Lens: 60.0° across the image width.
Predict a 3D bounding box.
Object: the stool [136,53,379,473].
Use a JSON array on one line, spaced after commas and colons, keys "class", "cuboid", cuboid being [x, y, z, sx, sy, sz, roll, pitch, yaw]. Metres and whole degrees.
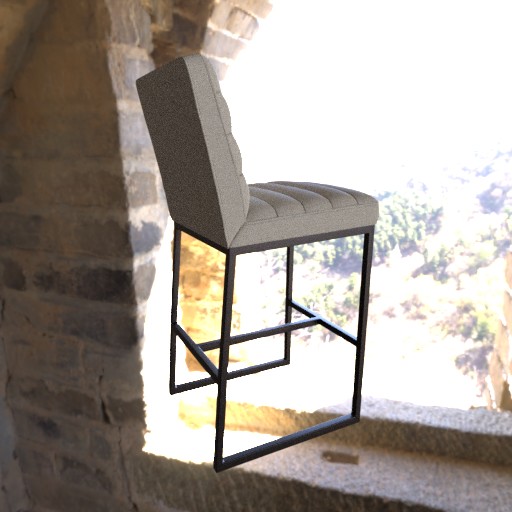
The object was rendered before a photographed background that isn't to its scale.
[{"class": "stool", "cuboid": [0.000, 0.000, 1.340, 0.560, 1.040, 0.460, -7, 16, -26]}]
